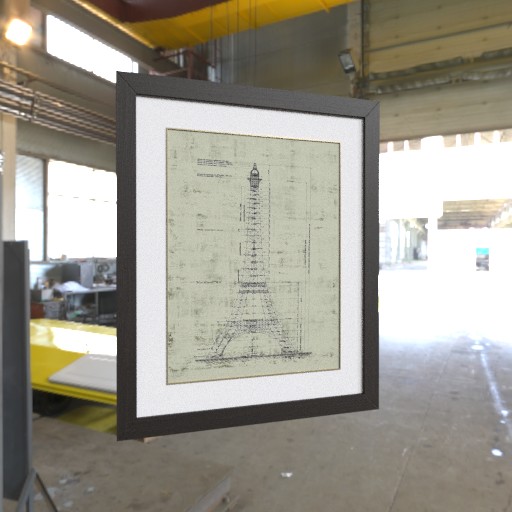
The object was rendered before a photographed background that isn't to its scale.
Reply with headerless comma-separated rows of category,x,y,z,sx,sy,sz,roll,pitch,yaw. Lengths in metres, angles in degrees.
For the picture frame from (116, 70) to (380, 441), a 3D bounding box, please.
picture frame,0.000,0.000,0.752,0.452,0.555,0.044,0,1,-18
